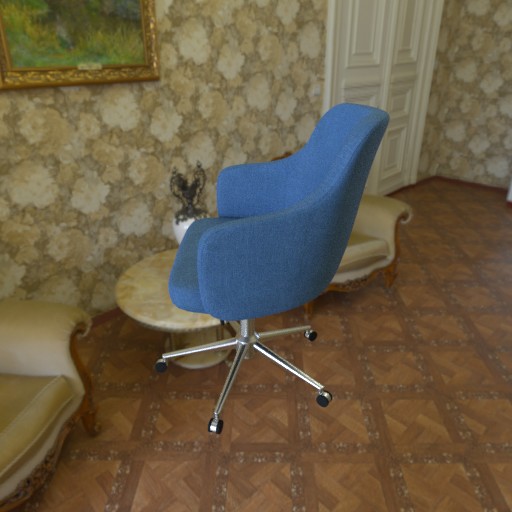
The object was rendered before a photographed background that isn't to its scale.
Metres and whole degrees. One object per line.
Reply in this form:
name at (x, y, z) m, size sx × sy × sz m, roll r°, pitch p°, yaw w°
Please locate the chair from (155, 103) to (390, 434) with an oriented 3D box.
chair at (0.000, 0.000, 1.290) m, size 0.655 × 0.820 × 0.599 m, roll 0°, pitch 25°, yaw 0°
